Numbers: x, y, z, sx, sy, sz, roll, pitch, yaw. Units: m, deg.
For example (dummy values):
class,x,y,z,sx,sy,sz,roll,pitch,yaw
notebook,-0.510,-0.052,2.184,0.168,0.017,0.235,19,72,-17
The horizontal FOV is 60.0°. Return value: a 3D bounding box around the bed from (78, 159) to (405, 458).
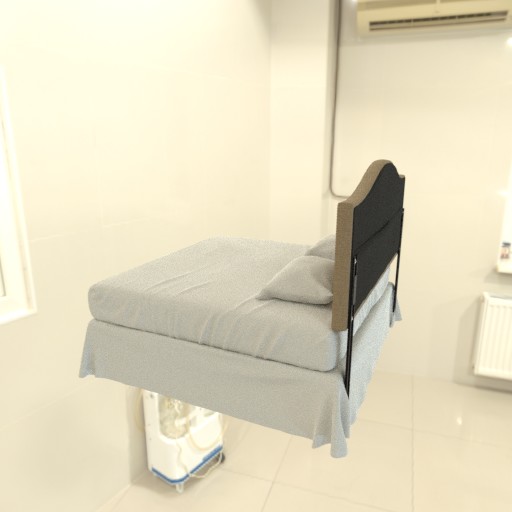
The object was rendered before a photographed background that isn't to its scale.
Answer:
class,x,y,z,sx,sy,sz,roll,pitch,yaw
bed,0.000,0.000,3.775,2.222,1.651,2.311,7,17,25
